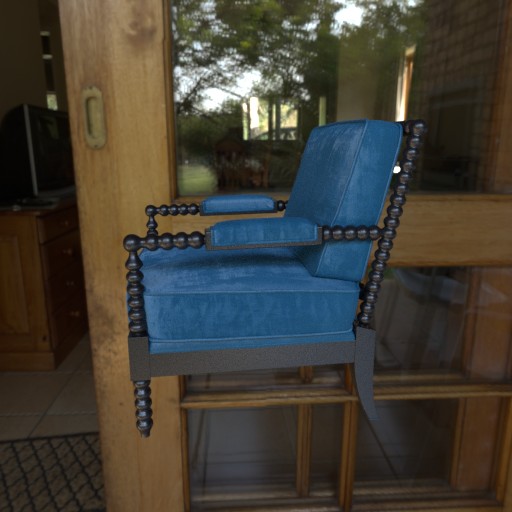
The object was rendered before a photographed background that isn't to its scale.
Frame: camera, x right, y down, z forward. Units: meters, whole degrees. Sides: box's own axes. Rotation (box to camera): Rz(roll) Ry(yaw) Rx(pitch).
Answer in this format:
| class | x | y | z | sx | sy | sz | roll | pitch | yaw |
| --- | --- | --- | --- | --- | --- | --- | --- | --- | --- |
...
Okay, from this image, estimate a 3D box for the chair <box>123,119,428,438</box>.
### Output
| class | x | y | z | sx | sy | sz | roll | pitch | yaw |
| --- | --- | --- | --- | --- | --- | --- | --- | --- | --- |
| chair | 0.000 | 0.000 | 1.467 | 0.805 | 0.857 | 0.688 | -2 | 14 | -8 |
